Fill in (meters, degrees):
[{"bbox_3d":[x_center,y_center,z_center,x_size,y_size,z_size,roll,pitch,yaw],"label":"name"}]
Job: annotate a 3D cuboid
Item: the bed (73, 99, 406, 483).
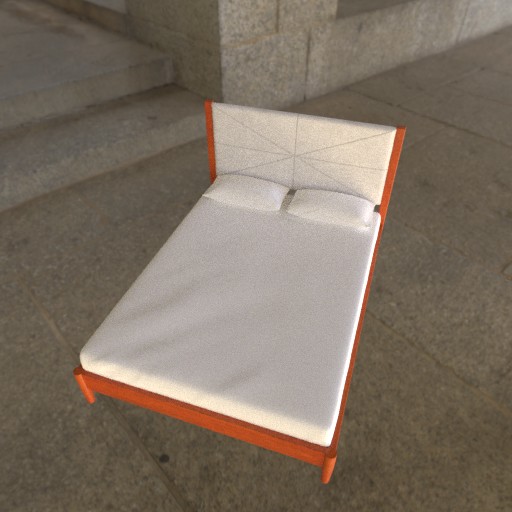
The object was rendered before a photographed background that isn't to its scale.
[{"bbox_3d":[0.000,0.000,2.987,1.566,1.165,2.117,13,42,14],"label":"bed"}]
